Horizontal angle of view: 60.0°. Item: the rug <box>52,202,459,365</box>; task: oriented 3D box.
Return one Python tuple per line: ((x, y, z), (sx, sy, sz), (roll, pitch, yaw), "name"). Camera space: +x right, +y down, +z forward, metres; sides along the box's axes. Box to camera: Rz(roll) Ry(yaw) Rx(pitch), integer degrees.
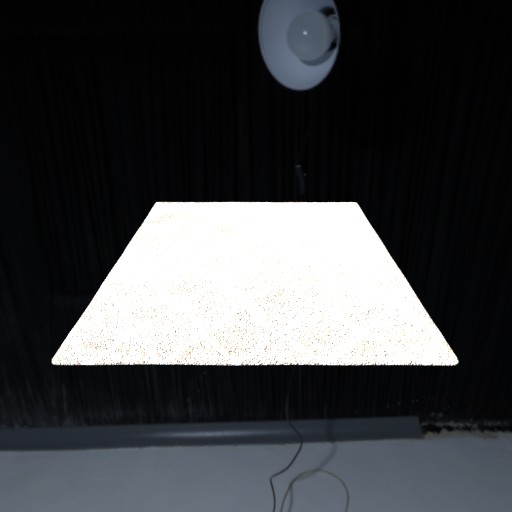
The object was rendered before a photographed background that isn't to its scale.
((0.000, 0.000, 4.010), (2.438, 0.029, 3.047), (0, 25, 0), "rug")
